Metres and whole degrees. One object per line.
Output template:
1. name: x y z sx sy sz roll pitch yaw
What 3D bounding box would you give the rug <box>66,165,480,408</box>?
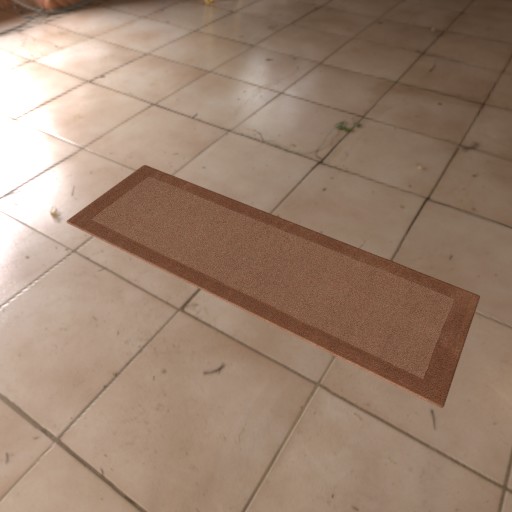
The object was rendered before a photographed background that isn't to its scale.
1. rug: 0.000 0.000 2.667 2.439 0.017 0.764 24 50 21
